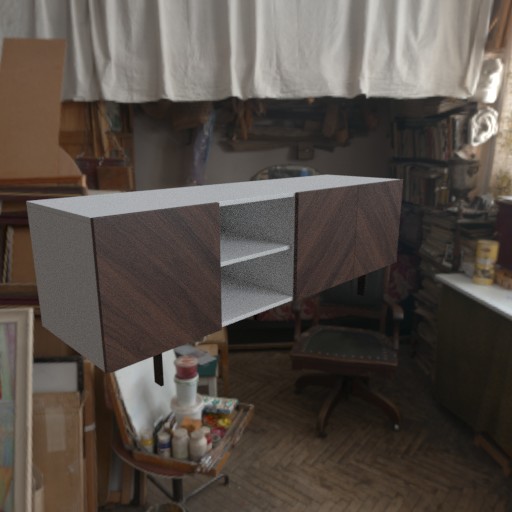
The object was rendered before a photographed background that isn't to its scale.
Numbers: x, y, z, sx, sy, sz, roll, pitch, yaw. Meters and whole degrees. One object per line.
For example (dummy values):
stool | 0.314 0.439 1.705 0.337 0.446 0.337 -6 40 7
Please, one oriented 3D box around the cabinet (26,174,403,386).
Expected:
cabinet | 0.000 0.000 1.747 0.431 0.533 1.499 14 20 43
